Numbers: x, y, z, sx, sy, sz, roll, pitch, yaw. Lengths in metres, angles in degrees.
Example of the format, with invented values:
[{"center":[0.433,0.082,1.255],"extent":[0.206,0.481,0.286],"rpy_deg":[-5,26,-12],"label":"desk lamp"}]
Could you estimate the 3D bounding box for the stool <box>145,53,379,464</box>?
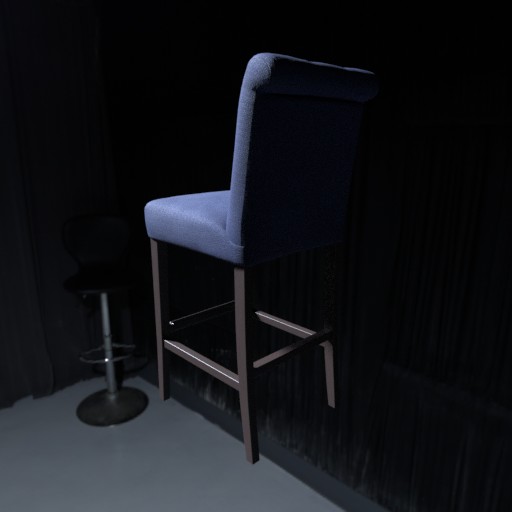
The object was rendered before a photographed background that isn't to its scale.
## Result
[{"center":[0.000,0.000,1.476],"extent":[0.493,1.140,0.601],"rpy_deg":[-14,20,-42],"label":"stool"}]
